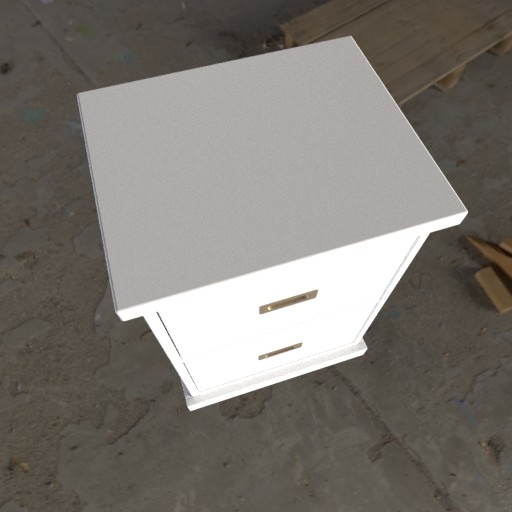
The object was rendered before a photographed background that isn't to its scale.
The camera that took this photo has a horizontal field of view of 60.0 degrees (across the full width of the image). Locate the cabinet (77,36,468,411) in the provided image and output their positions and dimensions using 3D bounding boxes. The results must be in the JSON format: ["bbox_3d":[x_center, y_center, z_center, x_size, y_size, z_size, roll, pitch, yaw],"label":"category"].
[{"bbox_3d":[0.000,0.000,1.027,0.520,0.723,0.431,-16,62,-8],"label":"cabinet"}]
